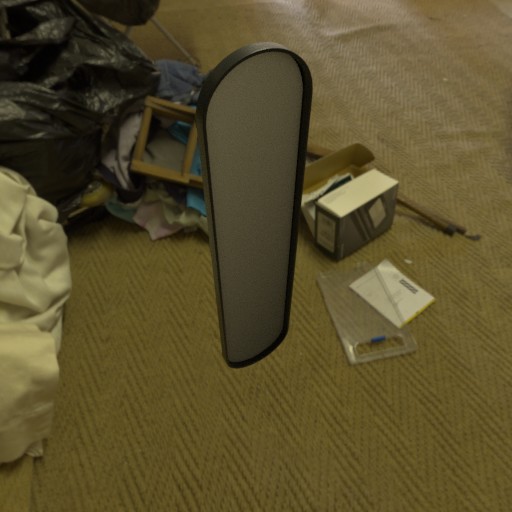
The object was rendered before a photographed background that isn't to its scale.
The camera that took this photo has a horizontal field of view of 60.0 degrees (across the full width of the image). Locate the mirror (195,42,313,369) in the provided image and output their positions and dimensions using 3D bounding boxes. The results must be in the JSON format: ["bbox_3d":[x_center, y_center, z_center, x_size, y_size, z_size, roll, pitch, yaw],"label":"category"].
[{"bbox_3d":[0.000,0.000,1.066,0.222,0.991,0.032,-24,53,-20],"label":"mirror"}]
